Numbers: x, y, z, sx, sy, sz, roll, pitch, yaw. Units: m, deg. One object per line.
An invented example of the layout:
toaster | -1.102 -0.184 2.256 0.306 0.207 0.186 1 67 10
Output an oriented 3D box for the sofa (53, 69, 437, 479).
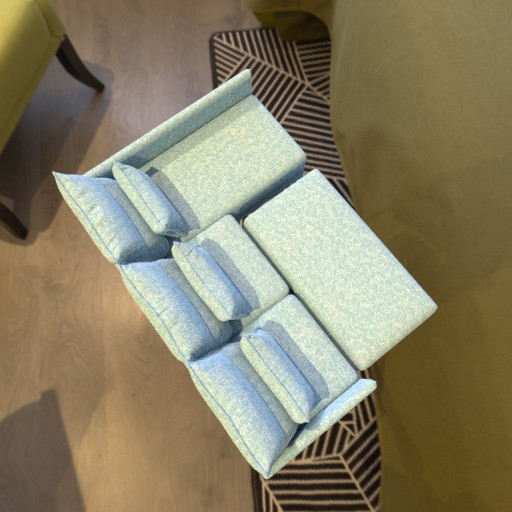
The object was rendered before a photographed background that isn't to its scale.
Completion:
sofa | 0.000 0.000 2.744 1.420 0.899 2.034 -36 78 -9
